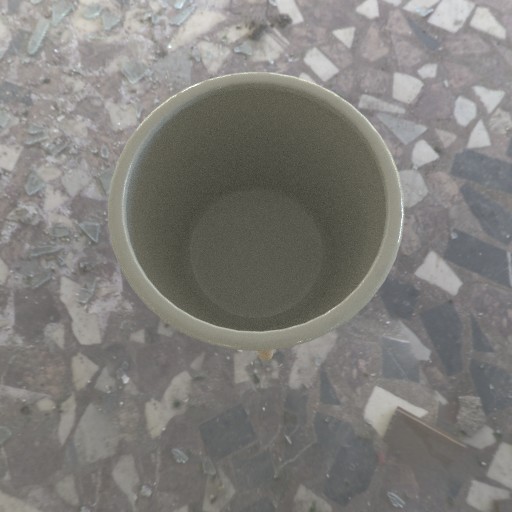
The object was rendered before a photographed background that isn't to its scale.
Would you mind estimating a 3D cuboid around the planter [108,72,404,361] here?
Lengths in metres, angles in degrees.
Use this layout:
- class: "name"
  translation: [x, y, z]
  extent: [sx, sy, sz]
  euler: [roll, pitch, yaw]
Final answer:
- class: "planter"
  translation: [0.000, 0.000, 0.481]
  extent: [0.217, 0.331, 0.217]
  euler: [34, 78, 8]
